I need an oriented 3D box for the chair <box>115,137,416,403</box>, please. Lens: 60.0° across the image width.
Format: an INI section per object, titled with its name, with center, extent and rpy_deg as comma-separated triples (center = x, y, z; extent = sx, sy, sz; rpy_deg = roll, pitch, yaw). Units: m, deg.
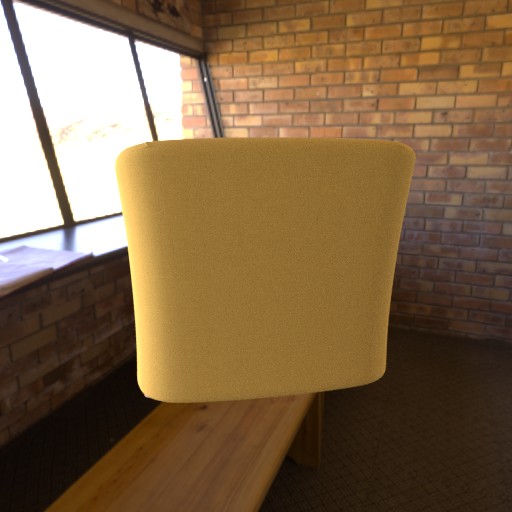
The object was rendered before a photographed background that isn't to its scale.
[chair]
center = 0.000, 0.000, 1.404
extent = 0.790, 0.720, 0.700
rpy_deg = -2, 15, -10
